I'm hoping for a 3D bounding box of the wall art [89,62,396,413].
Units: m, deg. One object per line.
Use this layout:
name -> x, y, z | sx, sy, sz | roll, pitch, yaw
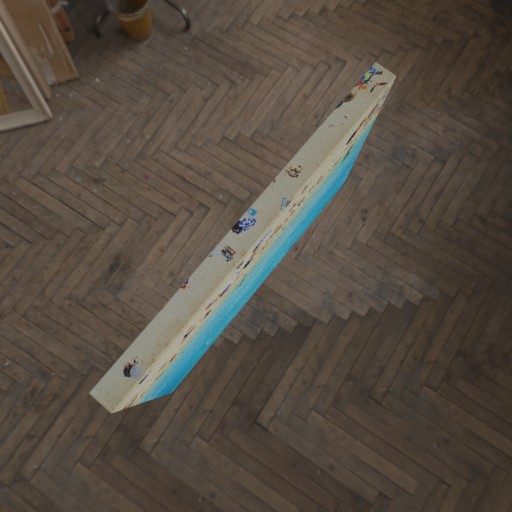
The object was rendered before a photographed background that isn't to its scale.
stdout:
wall art -> 0.000, 0.000, 0.798 | 0.039, 0.406, 0.609 | 38, 79, 9
